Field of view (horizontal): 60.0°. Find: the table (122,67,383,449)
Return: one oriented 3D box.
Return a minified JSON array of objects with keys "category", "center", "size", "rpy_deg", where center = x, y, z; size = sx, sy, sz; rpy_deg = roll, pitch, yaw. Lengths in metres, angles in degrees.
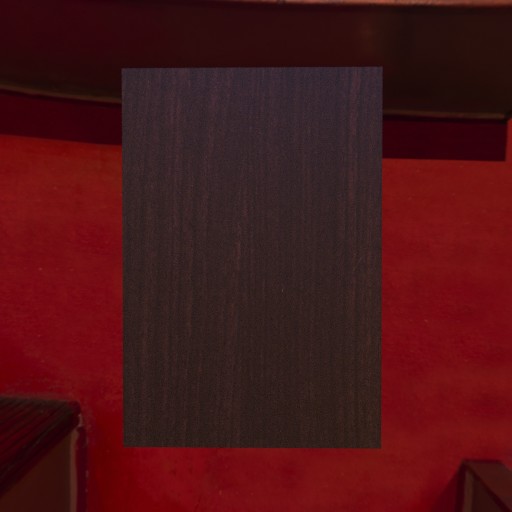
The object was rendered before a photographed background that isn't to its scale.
[{"category":"table","center":[0.000,0.000,1.043],"size":[0.406,0.711,0.591],"rpy_deg":[0,91,1]}]
